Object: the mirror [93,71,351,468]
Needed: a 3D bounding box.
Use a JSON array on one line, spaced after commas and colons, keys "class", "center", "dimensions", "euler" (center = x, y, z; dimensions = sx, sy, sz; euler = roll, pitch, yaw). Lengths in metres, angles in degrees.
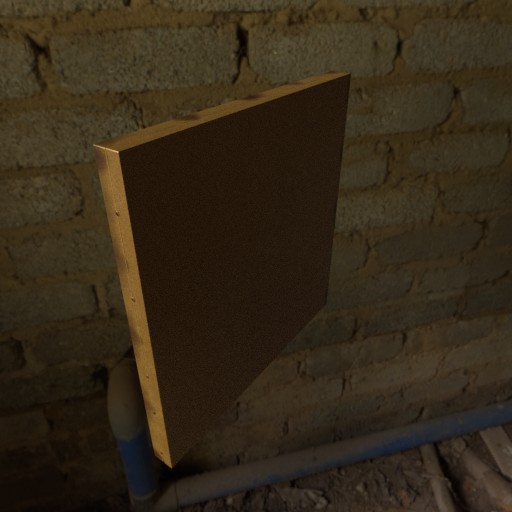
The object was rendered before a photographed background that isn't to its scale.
[{"class": "mirror", "center": [0.000, 0.000, 0.741], "dimensions": [0.042, 0.507, 0.509], "euler": [21, 38, 30]}]
